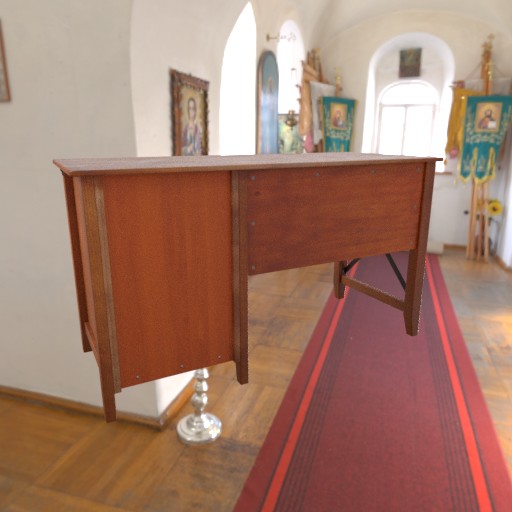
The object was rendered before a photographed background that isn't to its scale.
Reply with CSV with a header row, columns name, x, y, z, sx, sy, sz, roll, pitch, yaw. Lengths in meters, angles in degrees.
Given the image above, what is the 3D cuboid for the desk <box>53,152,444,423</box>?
name,x,y,z,sx,sy,sz,roll,pitch,yaw
desk,0.000,0.000,1.752,1.353,0.756,0.574,-8,17,-27
